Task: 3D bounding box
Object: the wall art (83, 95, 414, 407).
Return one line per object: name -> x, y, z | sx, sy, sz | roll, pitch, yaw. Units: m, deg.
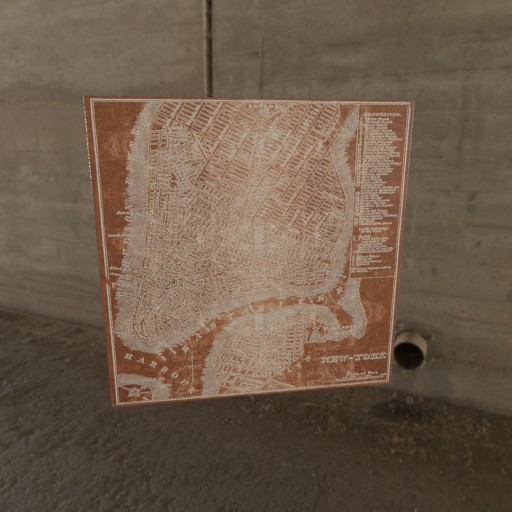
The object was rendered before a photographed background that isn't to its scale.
wall art -> 0.000, 0.000, 0.600 | 0.403, 0.403, 0.035 | -2, 15, -9
